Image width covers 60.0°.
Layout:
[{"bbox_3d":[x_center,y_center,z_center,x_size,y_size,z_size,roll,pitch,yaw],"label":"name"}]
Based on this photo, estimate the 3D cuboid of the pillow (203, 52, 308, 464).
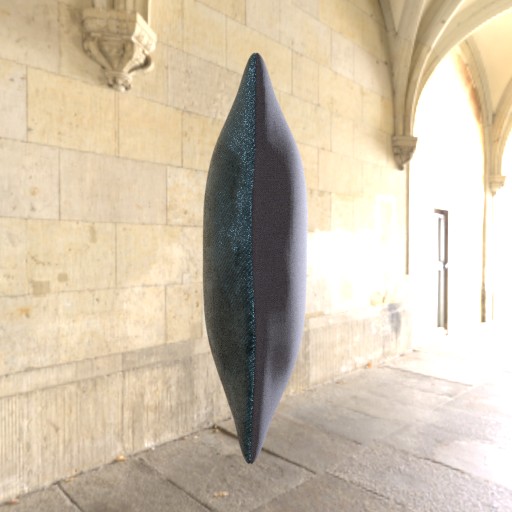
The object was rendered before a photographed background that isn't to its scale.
[{"bbox_3d":[0.000,0.000,0.661,0.138,0.430,0.436,0,1,1],"label":"pillow"}]
